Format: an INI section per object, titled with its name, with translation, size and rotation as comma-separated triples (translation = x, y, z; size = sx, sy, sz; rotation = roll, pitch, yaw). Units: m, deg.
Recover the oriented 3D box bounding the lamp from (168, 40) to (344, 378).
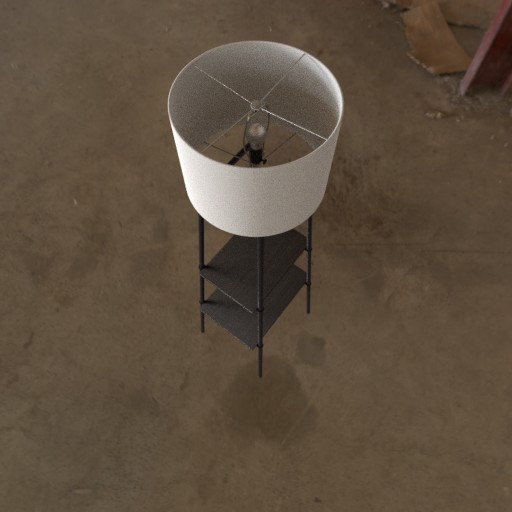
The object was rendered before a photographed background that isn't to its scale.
[lamp]
translation = 0.000, 0.000, 1.603
size = 0.384, 1.474, 0.427
rotation = 34, 68, 16
